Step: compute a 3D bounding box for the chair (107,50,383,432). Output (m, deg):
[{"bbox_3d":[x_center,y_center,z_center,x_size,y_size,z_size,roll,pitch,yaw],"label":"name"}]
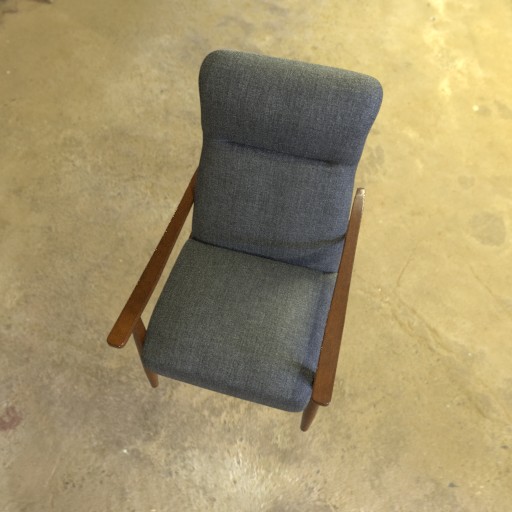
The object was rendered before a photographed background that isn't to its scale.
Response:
[{"bbox_3d":[0.000,0.000,1.756,0.762,1.082,1.030,13,60,8],"label":"chair"}]
